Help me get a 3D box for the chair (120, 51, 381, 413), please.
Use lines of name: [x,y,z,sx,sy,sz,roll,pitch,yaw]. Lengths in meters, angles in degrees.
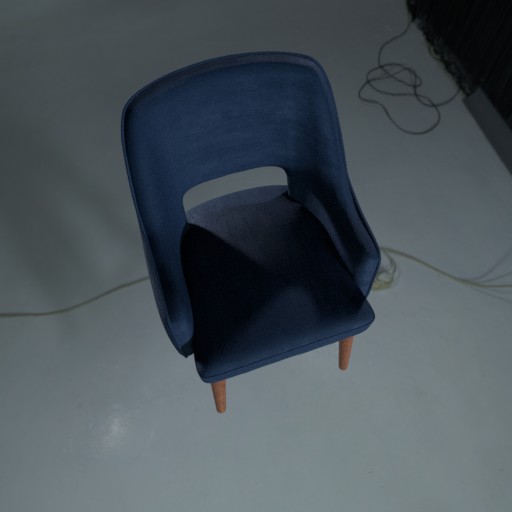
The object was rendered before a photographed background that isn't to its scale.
chair: [0.000,0.000,1.201,0.559,0.844,0.591,-17,64,-8]
